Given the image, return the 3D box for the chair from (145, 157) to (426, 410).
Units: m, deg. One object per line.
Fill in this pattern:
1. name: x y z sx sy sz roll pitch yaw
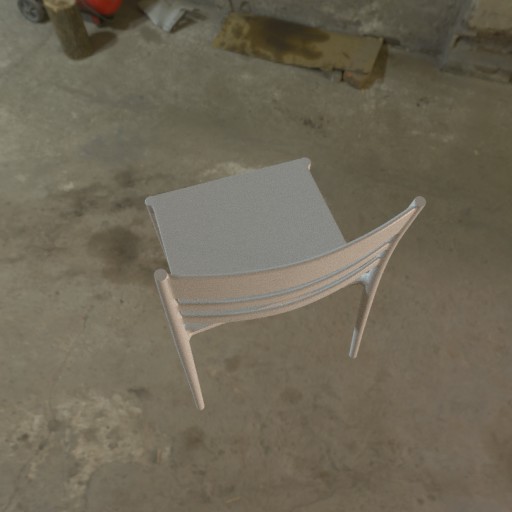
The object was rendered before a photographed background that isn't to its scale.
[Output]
1. chair: 0.000 0.000 1.162 0.531 0.800 0.511 -16 61 -9
